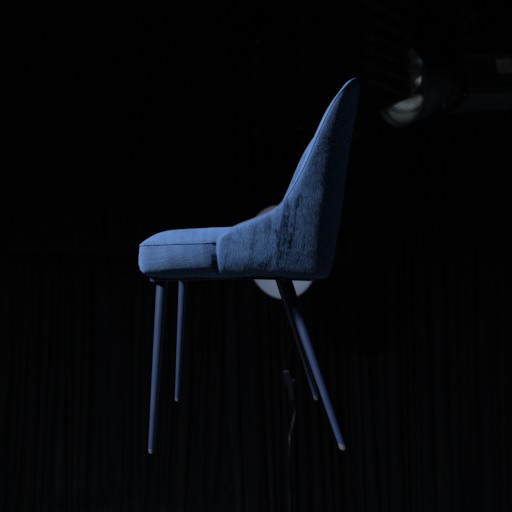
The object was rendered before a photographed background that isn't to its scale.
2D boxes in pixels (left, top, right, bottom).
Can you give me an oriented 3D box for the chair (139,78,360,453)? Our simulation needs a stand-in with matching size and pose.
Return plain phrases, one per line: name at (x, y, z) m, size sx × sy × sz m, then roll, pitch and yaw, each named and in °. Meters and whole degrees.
chair at (0.000, 0.000, 1.213) m, size 0.559 × 0.896 × 0.478 m, roll 0°, pitch -1°, yaw -1°
